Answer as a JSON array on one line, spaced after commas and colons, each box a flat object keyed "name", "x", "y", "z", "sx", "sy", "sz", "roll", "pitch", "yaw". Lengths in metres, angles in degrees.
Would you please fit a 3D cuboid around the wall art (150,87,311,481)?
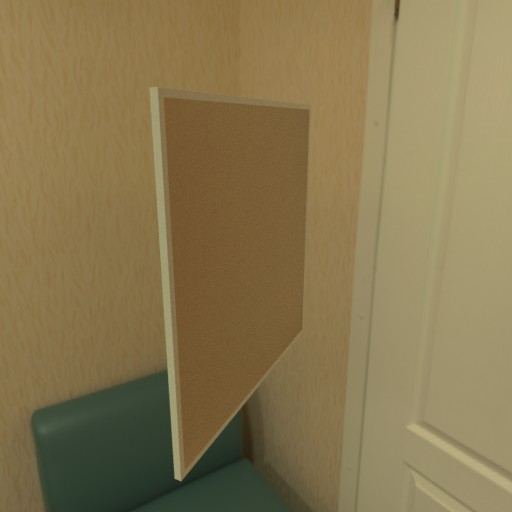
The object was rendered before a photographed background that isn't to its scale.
[{"name": "wall art", "x": 0.000, "y": 0.000, "z": 0.833, "sx": 0.012, "sy": 0.557, "sz": 0.557, "roll": 8, "pitch": 18, "yaw": 24}]
